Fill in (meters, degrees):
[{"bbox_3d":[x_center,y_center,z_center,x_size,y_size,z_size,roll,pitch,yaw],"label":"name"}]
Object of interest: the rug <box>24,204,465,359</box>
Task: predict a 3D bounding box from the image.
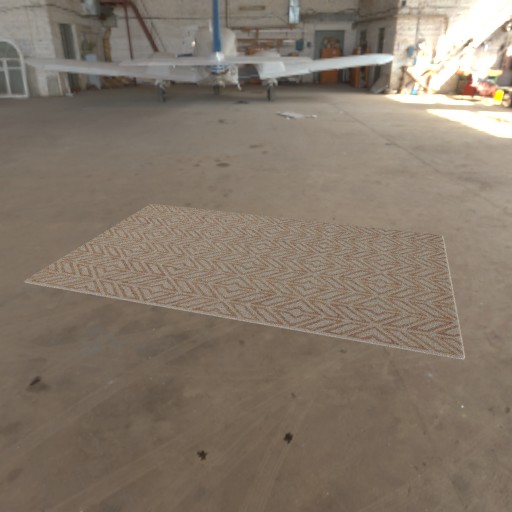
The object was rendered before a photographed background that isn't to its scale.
[{"bbox_3d":[0.000,0.000,2.967,2.438,0.008,1.523,8,26,16],"label":"rug"}]
